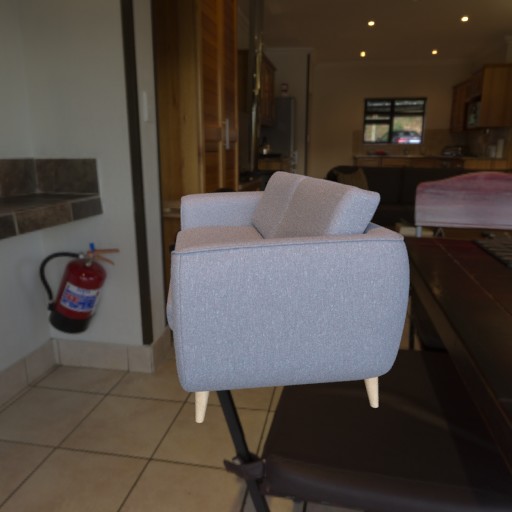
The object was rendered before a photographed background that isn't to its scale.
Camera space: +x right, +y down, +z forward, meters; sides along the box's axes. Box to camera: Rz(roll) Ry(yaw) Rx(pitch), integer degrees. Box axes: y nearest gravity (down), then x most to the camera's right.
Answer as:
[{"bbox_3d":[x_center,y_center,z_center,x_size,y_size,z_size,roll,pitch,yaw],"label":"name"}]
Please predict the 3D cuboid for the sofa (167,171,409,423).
[{"bbox_3d":[0.000,0.000,2.518,0.920,0.870,2.000,-2,13,-8],"label":"sofa"}]
